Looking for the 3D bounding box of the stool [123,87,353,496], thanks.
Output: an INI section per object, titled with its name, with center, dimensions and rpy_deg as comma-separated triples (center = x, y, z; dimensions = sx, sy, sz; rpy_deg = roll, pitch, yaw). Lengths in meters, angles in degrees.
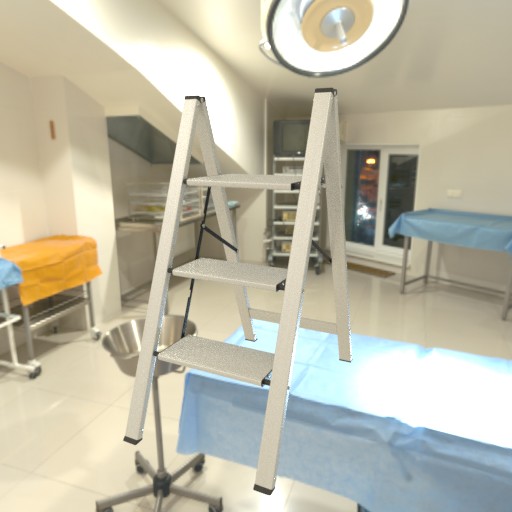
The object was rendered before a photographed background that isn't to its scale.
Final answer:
[stool]
center = 0.000, 0.000, 1.298
dimensions = 0.441, 0.902, 0.730
rpy_deg = 7, 16, 26
